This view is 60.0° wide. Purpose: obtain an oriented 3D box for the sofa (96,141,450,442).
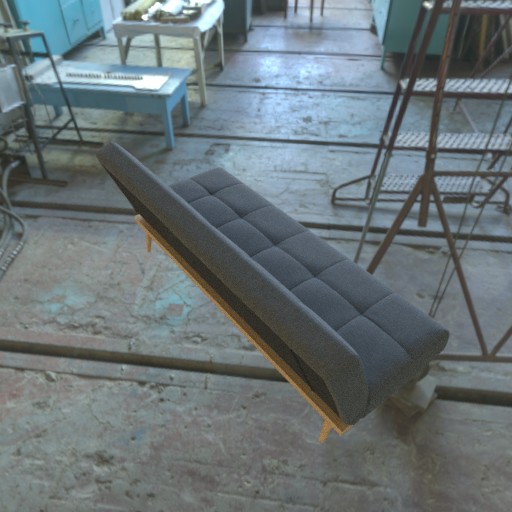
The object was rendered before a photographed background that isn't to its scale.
[{"bbox_3d":[0.000,0.000,2.274,0.820,0.770,1.820,-28,49,-27],"label":"sofa"}]
